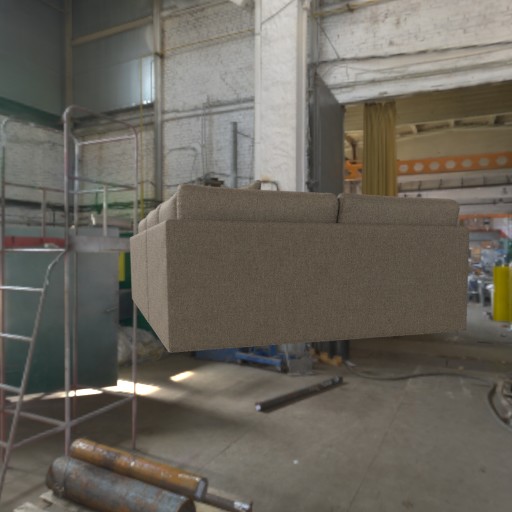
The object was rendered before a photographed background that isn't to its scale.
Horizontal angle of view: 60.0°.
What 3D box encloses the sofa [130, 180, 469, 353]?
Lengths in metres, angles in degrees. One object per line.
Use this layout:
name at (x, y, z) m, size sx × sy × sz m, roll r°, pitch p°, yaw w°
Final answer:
sofa at (0.000, 0.000, 3.942) m, size 1.994 × 0.978 × 2.896 m, roll 0°, pitch 1°, yaw -19°
